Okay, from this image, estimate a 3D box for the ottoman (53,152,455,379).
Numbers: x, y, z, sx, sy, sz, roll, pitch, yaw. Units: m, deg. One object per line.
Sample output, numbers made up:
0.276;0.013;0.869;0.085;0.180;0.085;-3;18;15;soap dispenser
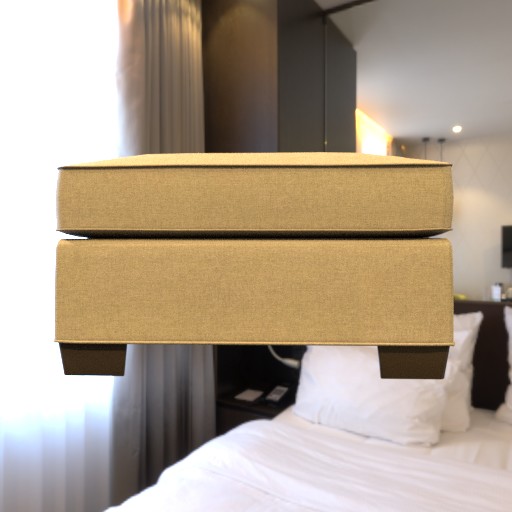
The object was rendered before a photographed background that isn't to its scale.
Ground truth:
0.000;0.000;1.215;0.843;0.504;0.619;0;1;2;ottoman
